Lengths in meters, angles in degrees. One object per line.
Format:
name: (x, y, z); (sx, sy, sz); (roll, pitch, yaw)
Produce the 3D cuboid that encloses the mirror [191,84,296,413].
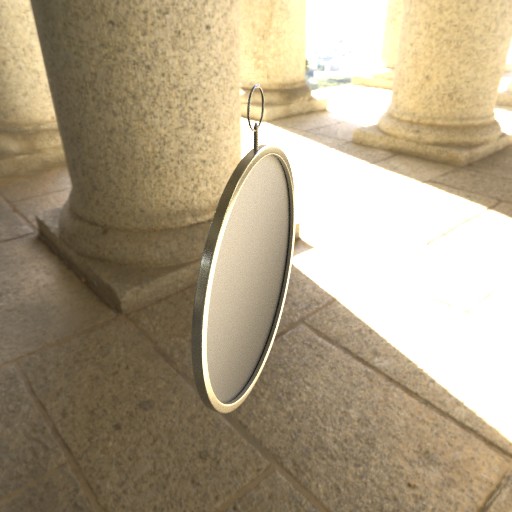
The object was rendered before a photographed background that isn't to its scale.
mirror: (0.000, 0.000, 0.978); (0.020, 0.713, 0.594); (10, 31, 17)
